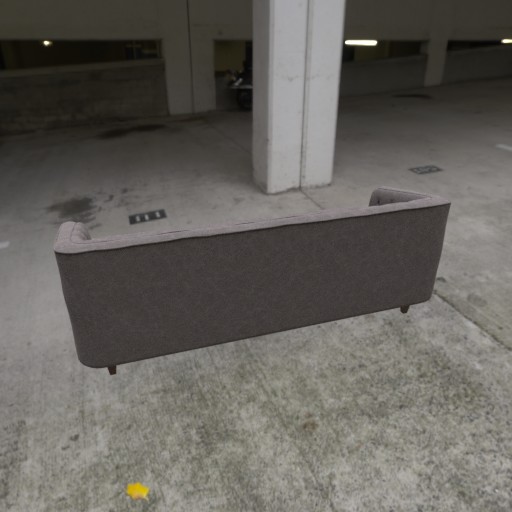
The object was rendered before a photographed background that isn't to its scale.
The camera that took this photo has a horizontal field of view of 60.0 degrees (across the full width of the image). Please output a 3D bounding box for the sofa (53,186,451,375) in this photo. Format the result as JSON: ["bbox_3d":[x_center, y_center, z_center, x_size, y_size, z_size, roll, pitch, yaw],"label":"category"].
[{"bbox_3d":[0.000,0.000,2.792,2.247,0.806,0.917,-9,28,-17],"label":"sofa"}]
